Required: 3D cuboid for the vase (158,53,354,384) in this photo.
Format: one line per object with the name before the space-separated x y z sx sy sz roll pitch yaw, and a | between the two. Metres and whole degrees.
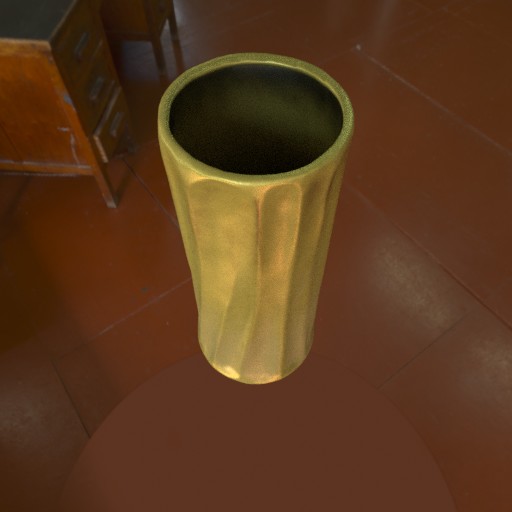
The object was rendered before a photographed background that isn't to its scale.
vase | 0.000 0.000 0.176 0.061 0.143 0.061 0 57 0
